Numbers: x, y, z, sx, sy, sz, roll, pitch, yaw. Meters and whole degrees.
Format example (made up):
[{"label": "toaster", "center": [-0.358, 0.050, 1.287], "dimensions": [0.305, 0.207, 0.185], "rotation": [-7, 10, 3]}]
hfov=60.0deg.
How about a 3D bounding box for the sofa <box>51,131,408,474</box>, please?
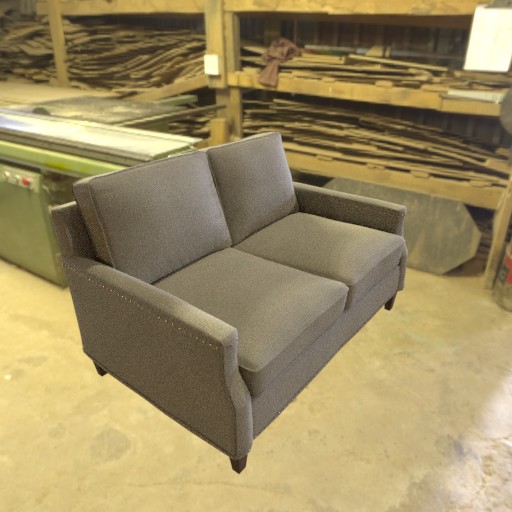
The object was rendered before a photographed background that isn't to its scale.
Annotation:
[{"label": "sofa", "center": [0.000, 0.000, 2.275], "dimensions": [1.084, 1.003, 1.597], "rotation": [19, 32, 33]}]
